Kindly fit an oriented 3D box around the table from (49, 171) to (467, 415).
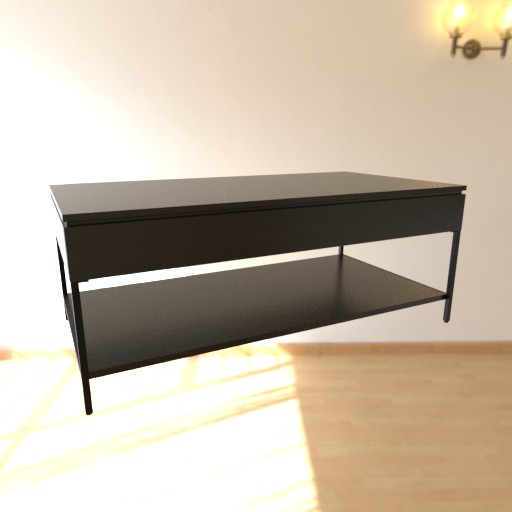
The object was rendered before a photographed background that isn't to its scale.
[{"bbox_3d":[0.000,0.000,1.367,1.095,0.435,0.574,-8,17,-26],"label":"table"}]
